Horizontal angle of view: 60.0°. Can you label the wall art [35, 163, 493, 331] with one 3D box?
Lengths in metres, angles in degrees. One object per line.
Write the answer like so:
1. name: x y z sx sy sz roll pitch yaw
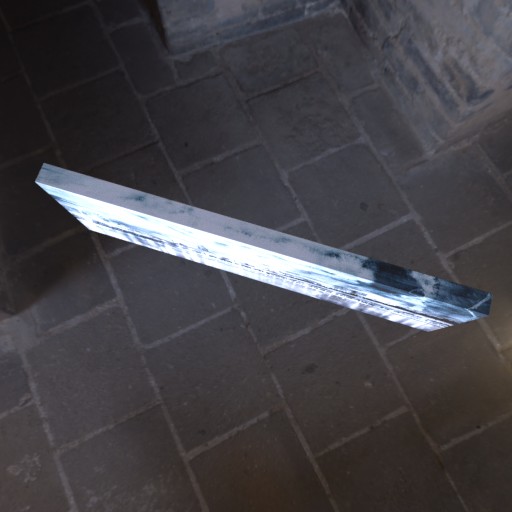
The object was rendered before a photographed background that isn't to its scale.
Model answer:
1. wall art: 0.000 0.000 0.834 0.759 0.251 0.037 17 76 4
